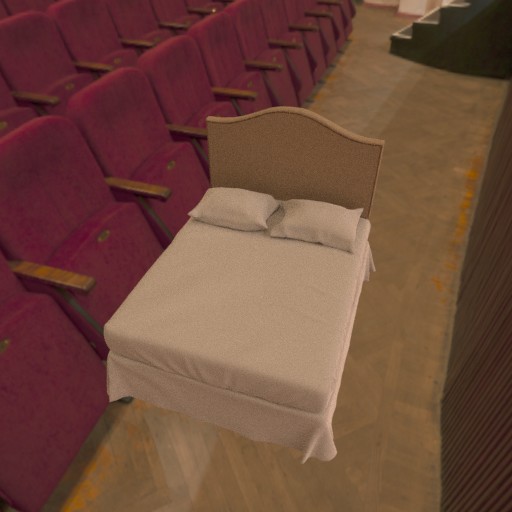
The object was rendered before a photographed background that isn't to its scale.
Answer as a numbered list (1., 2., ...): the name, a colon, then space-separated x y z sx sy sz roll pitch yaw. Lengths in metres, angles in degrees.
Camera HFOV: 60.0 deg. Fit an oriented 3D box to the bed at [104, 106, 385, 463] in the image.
1. bed: 0.000 0.000 3.503 1.876 1.645 2.221 12 41 14
